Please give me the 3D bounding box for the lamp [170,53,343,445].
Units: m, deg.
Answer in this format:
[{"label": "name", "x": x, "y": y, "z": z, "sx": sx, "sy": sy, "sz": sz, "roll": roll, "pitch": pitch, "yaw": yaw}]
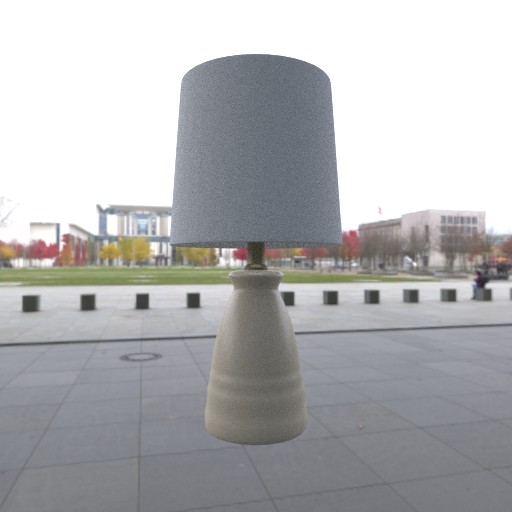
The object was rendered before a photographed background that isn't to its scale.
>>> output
[{"label": "lamp", "x": 0.000, "y": 0.000, "z": 0.485, "sx": 0.186, "sy": 0.369, "sz": 0.186, "roll": 0, "pitch": -1, "yaw": 0}]
